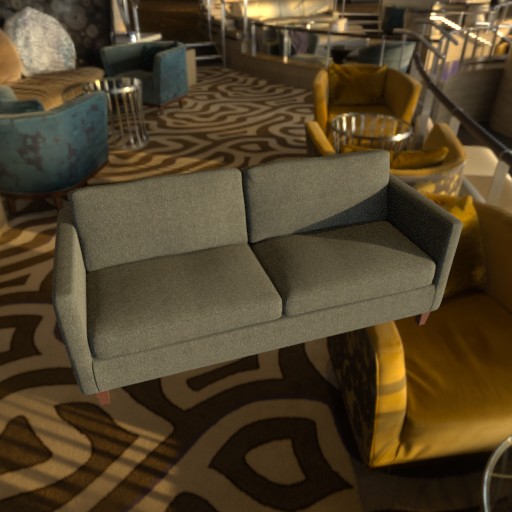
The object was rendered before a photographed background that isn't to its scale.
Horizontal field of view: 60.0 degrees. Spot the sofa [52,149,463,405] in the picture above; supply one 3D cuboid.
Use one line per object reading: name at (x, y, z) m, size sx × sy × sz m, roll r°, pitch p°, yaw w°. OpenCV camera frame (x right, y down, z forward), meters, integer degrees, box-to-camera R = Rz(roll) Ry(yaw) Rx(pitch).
sofa at (0.000, 0.000, 2.717) m, size 2.208 × 0.965 × 0.948 m, roll -10°, pitch 35°, yaw -15°
